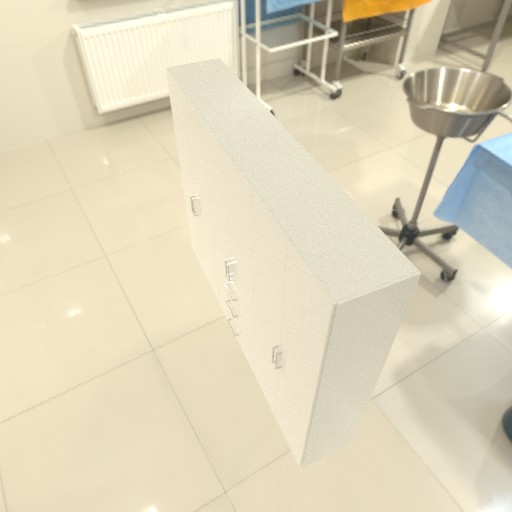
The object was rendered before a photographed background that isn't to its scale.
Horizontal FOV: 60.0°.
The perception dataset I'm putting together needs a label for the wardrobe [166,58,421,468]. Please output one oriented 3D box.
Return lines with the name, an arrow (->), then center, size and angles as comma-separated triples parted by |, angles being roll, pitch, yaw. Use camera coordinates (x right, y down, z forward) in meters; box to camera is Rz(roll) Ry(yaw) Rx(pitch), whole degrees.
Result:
wardrobe -> 0.000, 0.000, 4.060 | 0.580, 2.360, 3.000 | -18, 49, -16
